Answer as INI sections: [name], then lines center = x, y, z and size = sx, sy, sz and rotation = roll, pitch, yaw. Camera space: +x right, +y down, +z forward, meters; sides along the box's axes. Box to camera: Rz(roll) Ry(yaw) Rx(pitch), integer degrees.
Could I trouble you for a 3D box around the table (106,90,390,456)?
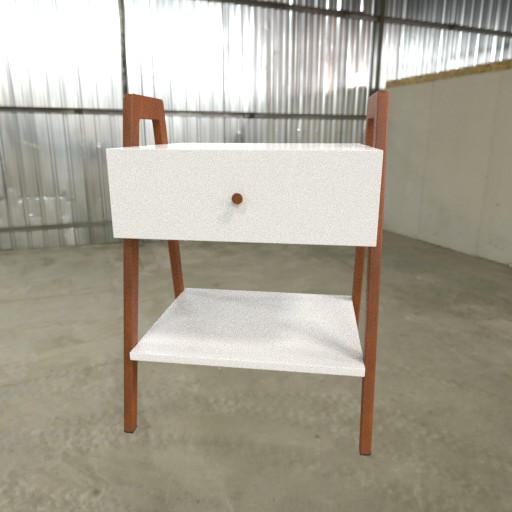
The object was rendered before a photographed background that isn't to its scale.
[table]
center = 0.000, 0.000, 0.890
size = 0.457, 0.610, 0.405
rotation = 2, 16, 8
